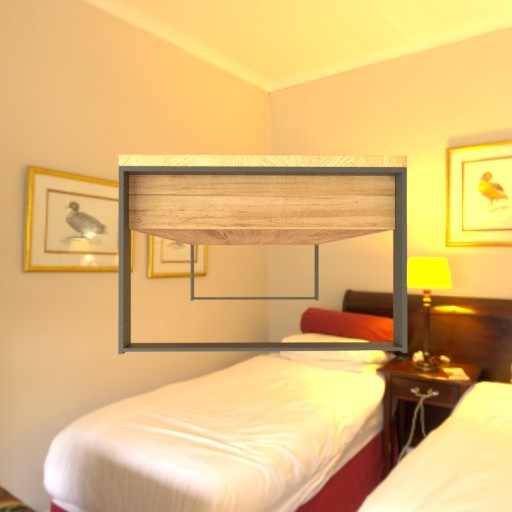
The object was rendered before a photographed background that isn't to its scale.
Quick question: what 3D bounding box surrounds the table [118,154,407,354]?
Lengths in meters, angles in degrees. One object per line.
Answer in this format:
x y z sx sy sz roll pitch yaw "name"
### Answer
0.000 0.000 1.481 0.590 0.400 1.180 0 0 -1 "table"
